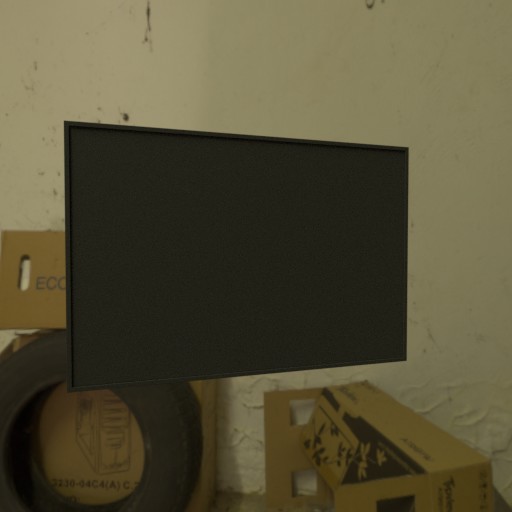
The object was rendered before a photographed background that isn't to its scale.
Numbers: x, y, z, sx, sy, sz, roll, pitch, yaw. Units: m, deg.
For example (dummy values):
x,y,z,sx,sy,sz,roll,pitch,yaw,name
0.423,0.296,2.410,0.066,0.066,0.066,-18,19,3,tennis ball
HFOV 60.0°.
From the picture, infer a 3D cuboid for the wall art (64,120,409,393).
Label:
x,y,z,sx,sy,sz,roll,pitch,yaw,name
0.000,0.000,1.501,1.190,0.805,0.028,-1,2,-18,wall art
